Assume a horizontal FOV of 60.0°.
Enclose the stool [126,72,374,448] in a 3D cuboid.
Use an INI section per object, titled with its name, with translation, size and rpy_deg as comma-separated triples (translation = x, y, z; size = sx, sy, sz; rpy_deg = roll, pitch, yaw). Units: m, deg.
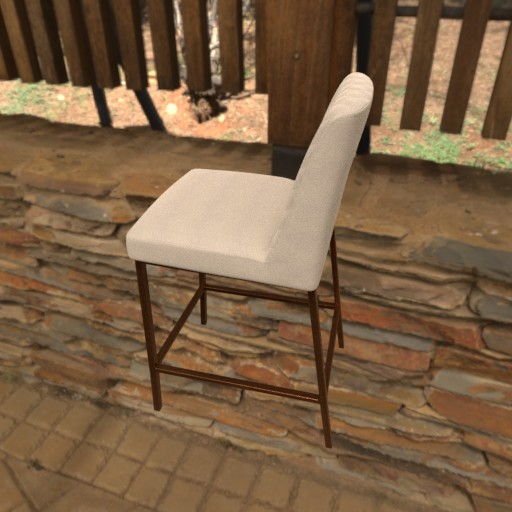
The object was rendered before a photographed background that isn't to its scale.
[stool]
translation = 0.000, 0.000, 1.298
size = 0.576, 0.973, 0.507
rpy_deg = 7, 32, 12
